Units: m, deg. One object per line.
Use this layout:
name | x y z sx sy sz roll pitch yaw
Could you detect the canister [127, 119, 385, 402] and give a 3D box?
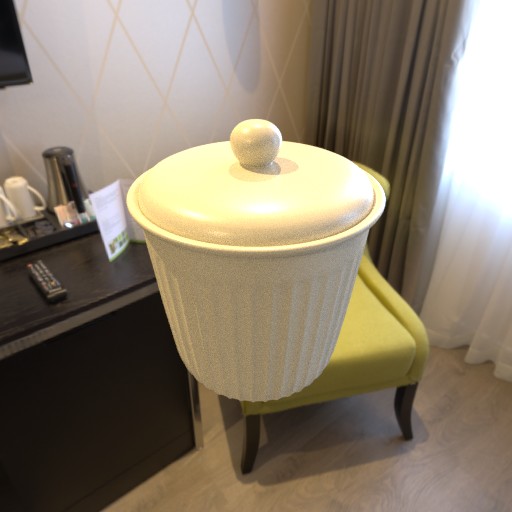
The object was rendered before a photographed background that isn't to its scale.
canister | 0.000 0.000 0.349 0.181 0.211 0.181 0 32 0
